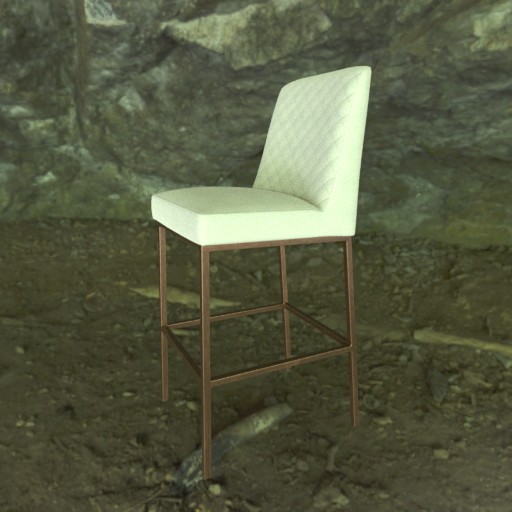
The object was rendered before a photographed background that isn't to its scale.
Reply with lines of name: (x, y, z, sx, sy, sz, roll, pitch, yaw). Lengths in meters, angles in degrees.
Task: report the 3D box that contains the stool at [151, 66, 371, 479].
stool: (0.000, 0.000, 1.367, 0.546, 1.084, 0.462, -7, 16, -26)
